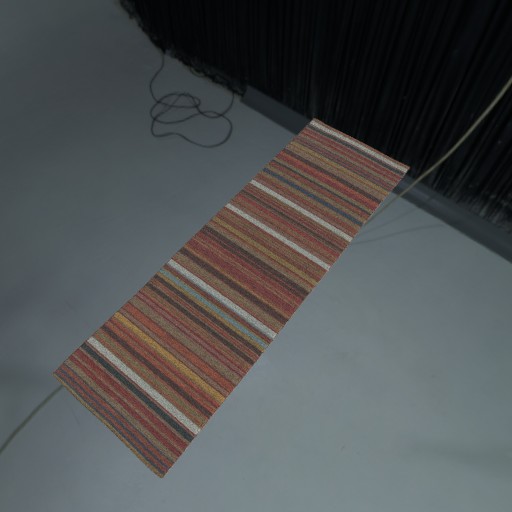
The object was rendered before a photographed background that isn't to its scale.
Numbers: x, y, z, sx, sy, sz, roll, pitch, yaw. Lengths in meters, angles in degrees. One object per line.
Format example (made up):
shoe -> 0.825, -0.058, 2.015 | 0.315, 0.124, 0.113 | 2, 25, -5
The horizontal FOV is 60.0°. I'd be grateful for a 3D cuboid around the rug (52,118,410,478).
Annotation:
rug -> 0.000, 0.000, 2.669 | 0.799, 0.030, 2.444 | 33, 64, 19
